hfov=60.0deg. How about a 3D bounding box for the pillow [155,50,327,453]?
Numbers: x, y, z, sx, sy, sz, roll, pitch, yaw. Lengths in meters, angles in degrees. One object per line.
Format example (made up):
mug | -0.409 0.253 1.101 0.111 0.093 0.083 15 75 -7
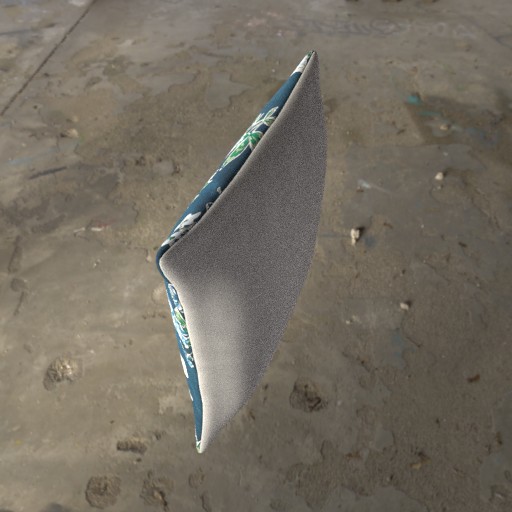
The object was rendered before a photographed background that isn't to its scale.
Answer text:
pillow | 0.000 0.000 0.766 0.166 0.508 0.525 16 49 15
